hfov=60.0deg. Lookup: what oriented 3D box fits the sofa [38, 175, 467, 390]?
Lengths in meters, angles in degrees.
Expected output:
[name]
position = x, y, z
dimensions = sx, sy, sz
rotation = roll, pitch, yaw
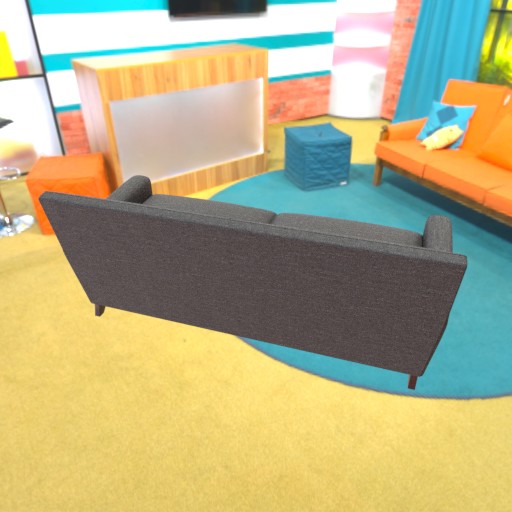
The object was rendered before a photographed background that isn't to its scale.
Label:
[sofa]
position = 0.000, 0.000, 2.429
dimensions = 1.976, 0.846, 0.875
rotation = 10, 34, 15
